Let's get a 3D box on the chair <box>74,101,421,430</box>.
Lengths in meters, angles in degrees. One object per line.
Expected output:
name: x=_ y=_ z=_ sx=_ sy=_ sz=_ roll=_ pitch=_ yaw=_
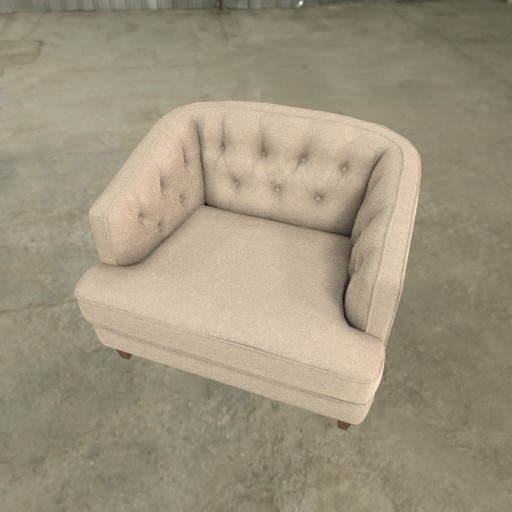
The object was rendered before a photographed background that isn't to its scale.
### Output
chair: x=0.000 y=0.000 z=1.767 sx=1.104 sy=0.852 sz=0.941 roll=13 pitch=44 yaw=14
